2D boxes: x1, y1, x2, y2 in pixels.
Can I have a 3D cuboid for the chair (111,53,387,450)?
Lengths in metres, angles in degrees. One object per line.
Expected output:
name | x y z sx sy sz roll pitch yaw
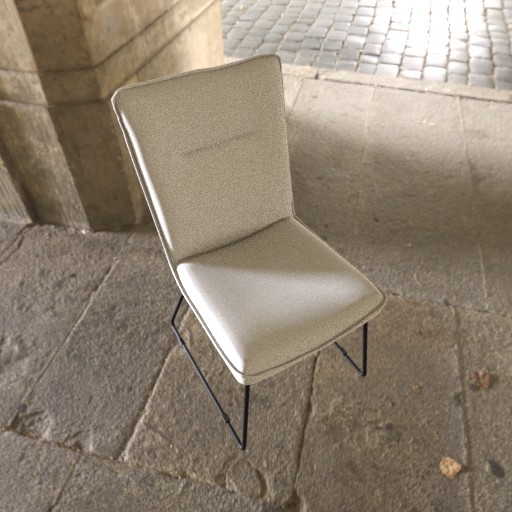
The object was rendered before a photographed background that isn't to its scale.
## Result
chair | 0.000 0.000 1.364 0.515 0.930 0.688 -23 50 -21
